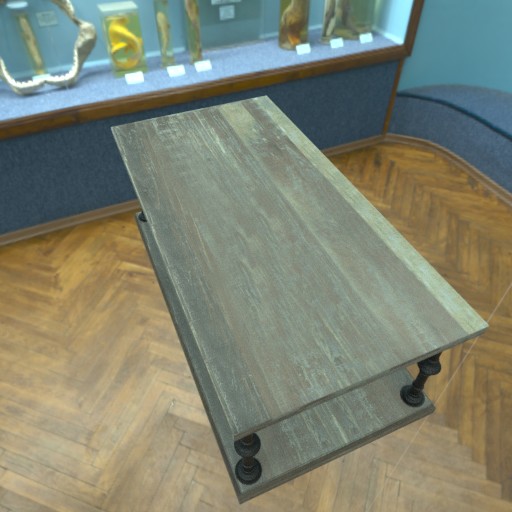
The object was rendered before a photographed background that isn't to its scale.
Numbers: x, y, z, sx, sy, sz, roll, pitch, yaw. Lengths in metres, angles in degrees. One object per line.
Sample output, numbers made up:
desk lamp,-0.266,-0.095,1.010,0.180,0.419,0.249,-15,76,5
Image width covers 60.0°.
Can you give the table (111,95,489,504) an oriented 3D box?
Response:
table,0.000,0.000,1.308,0.554,0.399,1.088,-17,48,-16
